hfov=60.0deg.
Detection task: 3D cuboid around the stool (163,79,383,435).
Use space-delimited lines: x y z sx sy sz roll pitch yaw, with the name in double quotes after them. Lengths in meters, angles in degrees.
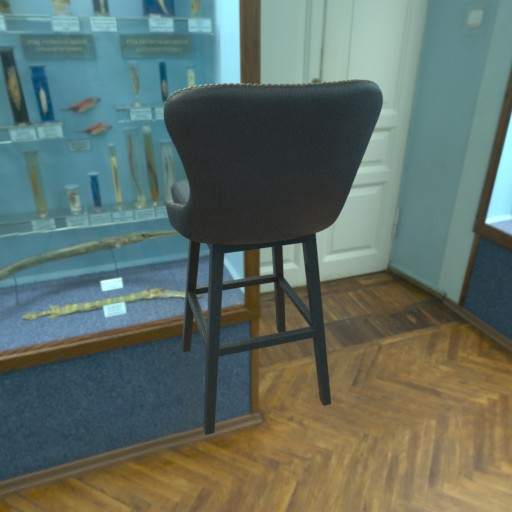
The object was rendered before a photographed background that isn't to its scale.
0.000 0.000 1.373 0.528 1.050 0.601 -8 27 -16 "stool"
